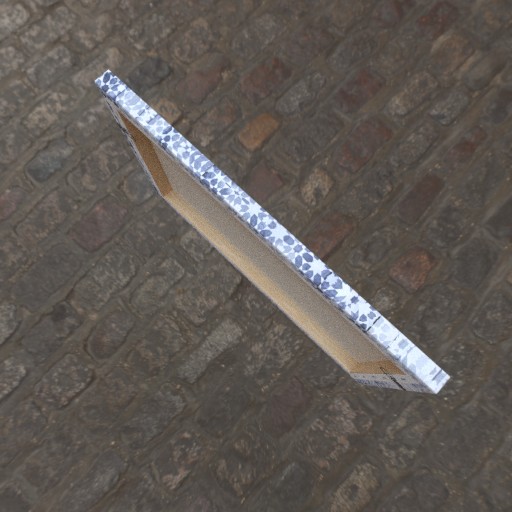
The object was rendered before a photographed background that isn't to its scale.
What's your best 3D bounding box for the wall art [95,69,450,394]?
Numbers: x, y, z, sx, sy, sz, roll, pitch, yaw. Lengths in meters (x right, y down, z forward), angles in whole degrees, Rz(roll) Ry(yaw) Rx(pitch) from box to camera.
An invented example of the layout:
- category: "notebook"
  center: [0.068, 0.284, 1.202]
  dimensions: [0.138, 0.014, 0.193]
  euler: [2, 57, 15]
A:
- category: "wall art"
  center: [0.000, 0.000, 0.768]
  dimensions: [0.608, 0.406, 0.030]
  euler: [43, 79, 10]
